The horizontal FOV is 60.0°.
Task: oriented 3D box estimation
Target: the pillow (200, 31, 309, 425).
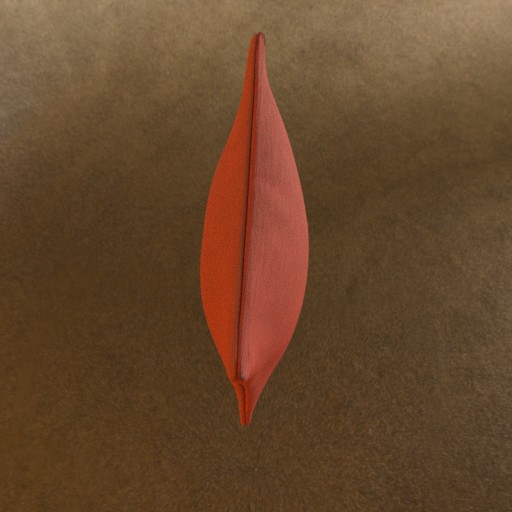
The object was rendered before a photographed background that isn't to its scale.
[{"bbox_3d":[0.000,0.000,0.651,0.151,0.416,0.435,2,64,1],"label":"pillow"}]
